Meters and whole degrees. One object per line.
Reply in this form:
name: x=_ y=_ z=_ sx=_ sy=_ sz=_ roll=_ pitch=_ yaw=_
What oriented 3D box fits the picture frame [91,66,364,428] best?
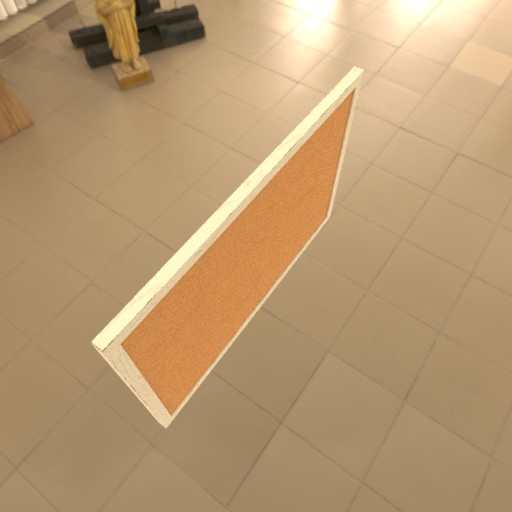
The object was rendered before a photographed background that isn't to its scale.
picture frame: x=0.000 y=0.000 z=1.240 sx=0.029 sy=0.640 sz=0.950 roll=31 pitch=63 yaw=18
